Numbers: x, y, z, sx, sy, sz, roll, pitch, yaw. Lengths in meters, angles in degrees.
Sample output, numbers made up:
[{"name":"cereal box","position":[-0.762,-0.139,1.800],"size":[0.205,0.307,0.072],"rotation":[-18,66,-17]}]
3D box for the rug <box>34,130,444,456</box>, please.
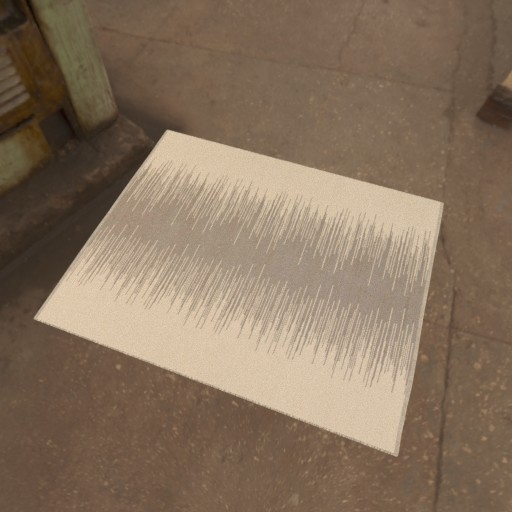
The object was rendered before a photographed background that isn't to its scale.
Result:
[{"name":"rug","position":[0.000,0.000,4.007],"size":[3.037,0.010,2.453],"rotation":[17,59,11]}]
